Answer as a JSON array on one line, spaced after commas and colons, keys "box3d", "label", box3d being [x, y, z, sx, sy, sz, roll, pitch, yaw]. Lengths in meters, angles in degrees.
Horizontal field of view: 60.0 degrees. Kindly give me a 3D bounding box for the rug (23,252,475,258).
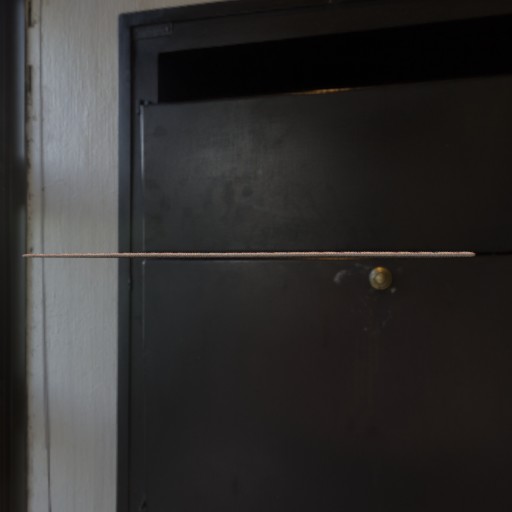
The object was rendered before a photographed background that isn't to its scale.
[{"box3d": [0.000, 0.000, 3.005, 2.464, 0.023, 1.521, 0, 0, 17], "label": "rug"}]
